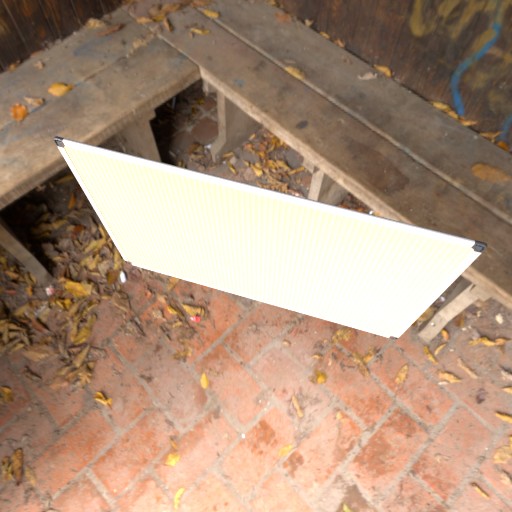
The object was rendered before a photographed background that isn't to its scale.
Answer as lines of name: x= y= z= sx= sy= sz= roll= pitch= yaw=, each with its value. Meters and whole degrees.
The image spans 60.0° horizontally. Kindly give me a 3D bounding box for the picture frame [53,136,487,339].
picture frame: x=0.000 y=0.000 z=1.145 sx=0.900 sy=0.600 sz=0.010 roll=15 pitch=64 yaw=8
